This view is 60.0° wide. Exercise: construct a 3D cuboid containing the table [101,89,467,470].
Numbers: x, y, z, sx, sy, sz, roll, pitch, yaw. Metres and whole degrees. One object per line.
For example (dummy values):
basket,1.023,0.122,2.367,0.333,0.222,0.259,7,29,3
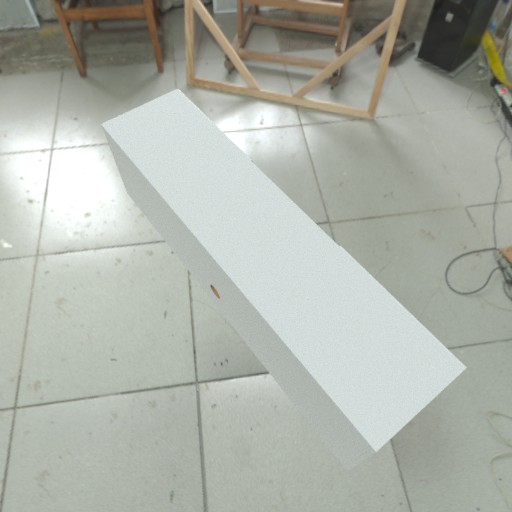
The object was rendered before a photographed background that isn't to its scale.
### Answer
table,0.000,0.000,1.727,0.400,0.440,1.550,-33,64,-19
